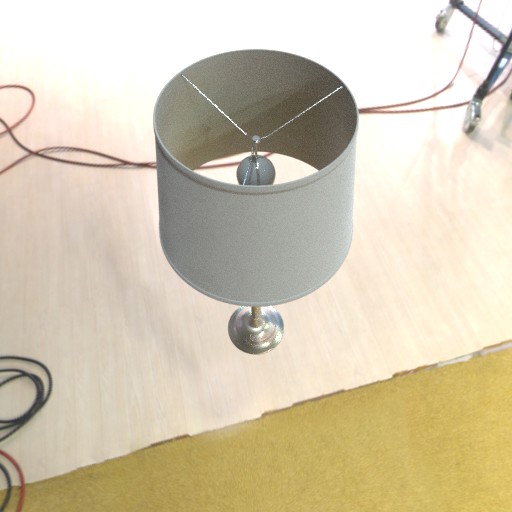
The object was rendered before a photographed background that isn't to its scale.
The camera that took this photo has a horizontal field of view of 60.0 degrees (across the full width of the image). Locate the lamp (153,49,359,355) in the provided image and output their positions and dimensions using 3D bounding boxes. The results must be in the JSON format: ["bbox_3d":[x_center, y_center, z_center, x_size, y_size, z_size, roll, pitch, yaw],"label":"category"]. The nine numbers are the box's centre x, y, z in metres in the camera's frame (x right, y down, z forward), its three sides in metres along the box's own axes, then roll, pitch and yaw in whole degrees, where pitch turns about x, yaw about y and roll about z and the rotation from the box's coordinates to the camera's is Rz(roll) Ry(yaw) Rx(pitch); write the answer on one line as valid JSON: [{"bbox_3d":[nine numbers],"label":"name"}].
[{"bbox_3d":[0.000,0.000,0.860,0.331,0.698,0.331,0,58,0],"label":"lamp"}]
